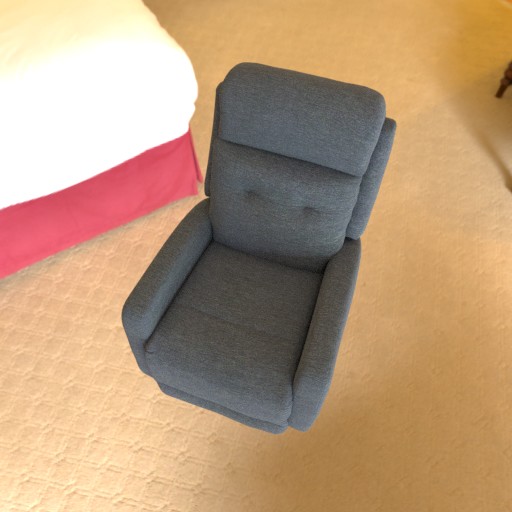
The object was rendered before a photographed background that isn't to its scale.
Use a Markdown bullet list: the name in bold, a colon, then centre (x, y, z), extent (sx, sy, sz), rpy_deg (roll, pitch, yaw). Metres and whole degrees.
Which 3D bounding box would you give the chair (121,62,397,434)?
- **chair**: centre (0.000, 0.000, 1.701), extent (0.798, 1.013, 1.043), rpy_deg (17, 60, 10)
